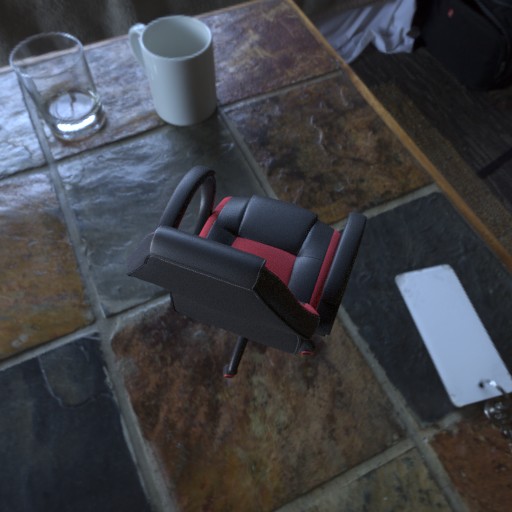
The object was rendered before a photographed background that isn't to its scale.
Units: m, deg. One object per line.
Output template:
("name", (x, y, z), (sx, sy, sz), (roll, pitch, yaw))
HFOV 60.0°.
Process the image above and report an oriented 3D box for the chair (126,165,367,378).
("chair", (0.000, 0.000, 1.619), (0.673, 1.187, 0.724), (18, 64, 9))
